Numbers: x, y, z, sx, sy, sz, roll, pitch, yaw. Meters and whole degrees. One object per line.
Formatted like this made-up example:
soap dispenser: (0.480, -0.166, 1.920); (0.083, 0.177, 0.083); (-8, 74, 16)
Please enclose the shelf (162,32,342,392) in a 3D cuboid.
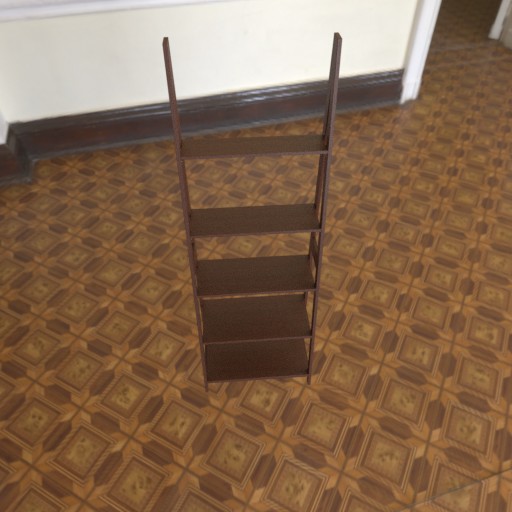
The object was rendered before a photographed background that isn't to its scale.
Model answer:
shelf: (0.000, 0.000, 2.003); (0.600, 1.770, 0.350); (-3, 45, -3)
